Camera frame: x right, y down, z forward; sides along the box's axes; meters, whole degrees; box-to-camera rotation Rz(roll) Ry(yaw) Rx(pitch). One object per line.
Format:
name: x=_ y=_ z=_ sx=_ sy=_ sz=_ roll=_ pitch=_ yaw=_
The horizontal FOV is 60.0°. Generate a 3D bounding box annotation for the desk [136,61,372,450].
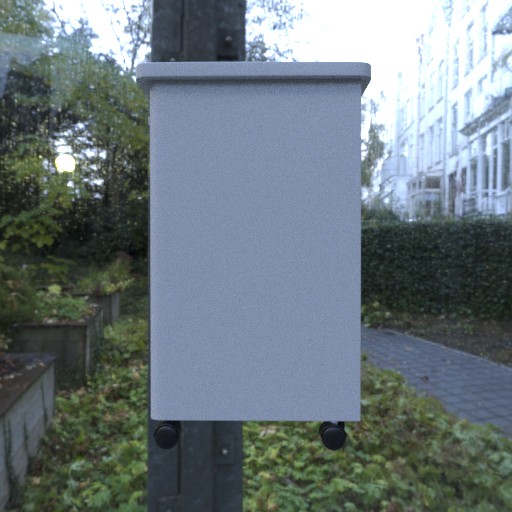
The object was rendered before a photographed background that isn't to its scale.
desk: x=0.000 y=0.000 z=1.300 sx=0.475 sy=0.763 sz=0.877 roll=0 pitch=1 yaw=1
